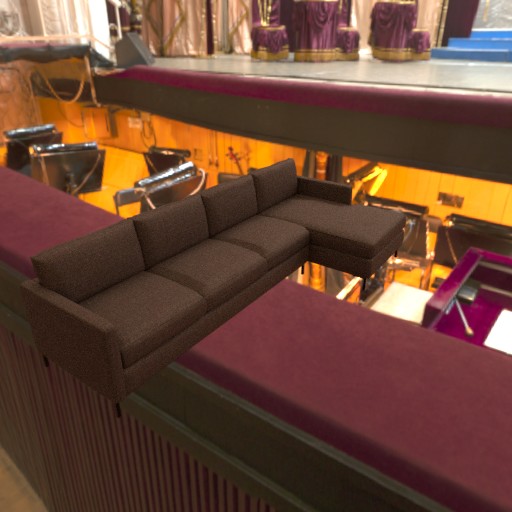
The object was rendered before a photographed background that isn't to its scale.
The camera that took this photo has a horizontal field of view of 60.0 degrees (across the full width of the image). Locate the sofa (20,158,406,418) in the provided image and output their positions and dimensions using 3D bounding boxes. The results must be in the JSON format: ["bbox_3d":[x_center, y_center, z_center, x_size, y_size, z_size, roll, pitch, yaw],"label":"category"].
[{"bbox_3d":[0.000,0.000,3.687,1.483,0.892,3.221,18,32,32],"label":"sofa"}]
